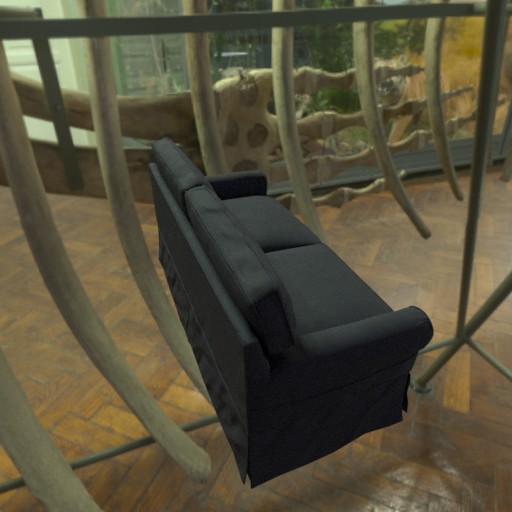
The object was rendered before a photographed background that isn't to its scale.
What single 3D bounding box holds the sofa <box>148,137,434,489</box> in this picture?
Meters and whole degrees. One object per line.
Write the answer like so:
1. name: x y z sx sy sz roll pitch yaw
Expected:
1. sofa: 0.000 0.000 2.819 0.983 1.094 2.256 -11 32 -18
